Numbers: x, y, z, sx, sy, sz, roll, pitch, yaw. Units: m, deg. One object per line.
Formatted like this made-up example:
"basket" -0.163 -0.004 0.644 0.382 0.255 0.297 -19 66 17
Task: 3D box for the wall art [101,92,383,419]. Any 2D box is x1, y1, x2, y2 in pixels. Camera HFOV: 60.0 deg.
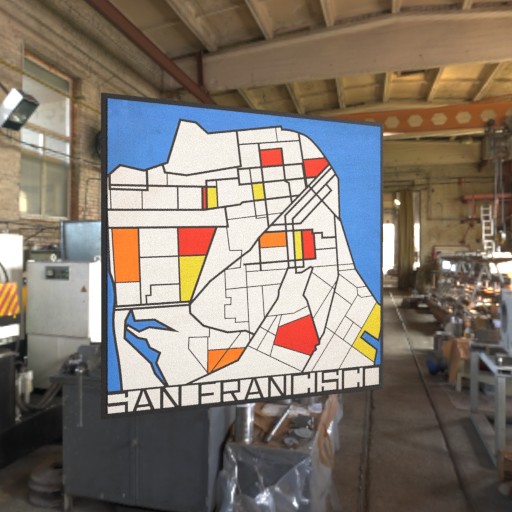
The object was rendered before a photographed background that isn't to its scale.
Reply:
"wall art" 0.000 0.000 1.006 0.664 0.663 0.015 0 0 -18
